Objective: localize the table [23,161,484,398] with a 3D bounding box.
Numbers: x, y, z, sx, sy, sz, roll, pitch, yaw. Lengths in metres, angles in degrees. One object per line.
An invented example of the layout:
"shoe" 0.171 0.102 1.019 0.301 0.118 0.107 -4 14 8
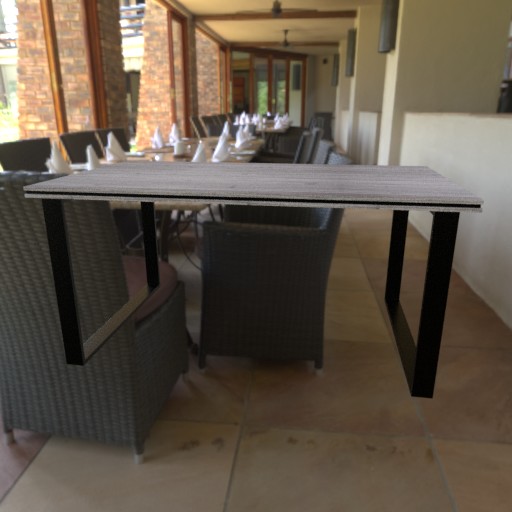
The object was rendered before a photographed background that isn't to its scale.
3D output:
"table" 0.000 0.000 2.026 1.579 0.736 0.881 3 18 9
